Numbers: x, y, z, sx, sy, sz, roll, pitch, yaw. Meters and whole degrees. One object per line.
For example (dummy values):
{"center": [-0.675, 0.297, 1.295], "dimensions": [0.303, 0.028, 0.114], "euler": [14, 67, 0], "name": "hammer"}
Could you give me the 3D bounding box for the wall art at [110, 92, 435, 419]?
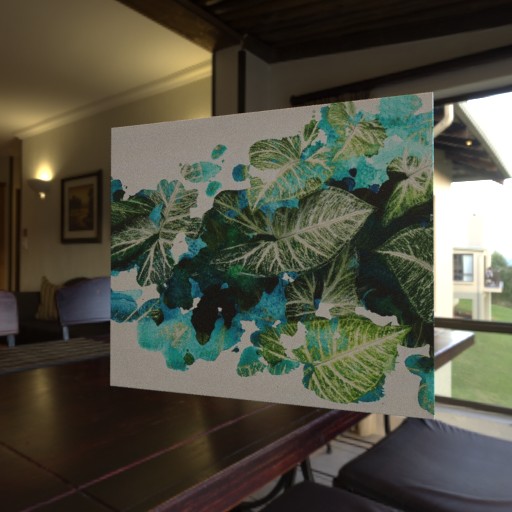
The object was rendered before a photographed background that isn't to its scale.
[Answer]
{"center": [0.000, 0.000, 0.956], "dimensions": [0.711, 0.610, 0.043], "euler": [0, -1, 18], "name": "wall art"}
